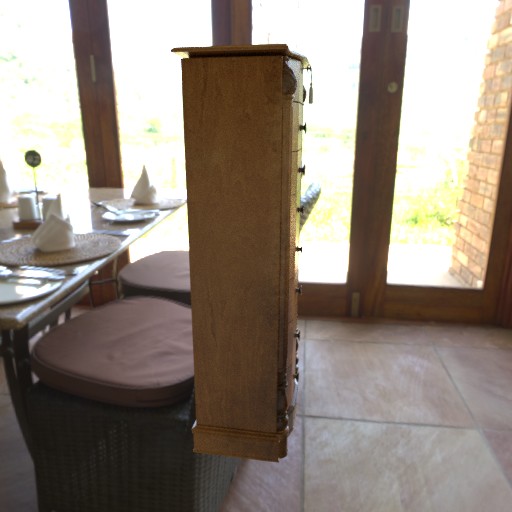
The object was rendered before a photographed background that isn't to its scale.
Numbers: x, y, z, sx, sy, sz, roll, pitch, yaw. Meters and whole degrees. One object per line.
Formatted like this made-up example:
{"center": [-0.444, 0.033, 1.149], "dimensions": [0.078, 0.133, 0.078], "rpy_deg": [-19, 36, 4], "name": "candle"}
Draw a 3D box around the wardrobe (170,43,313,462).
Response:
{"center": [0.000, 0.000, 1.173], "dimensions": [0.273, 0.959, 0.406], "rpy_deg": [3, 16, 9], "name": "wardrobe"}
